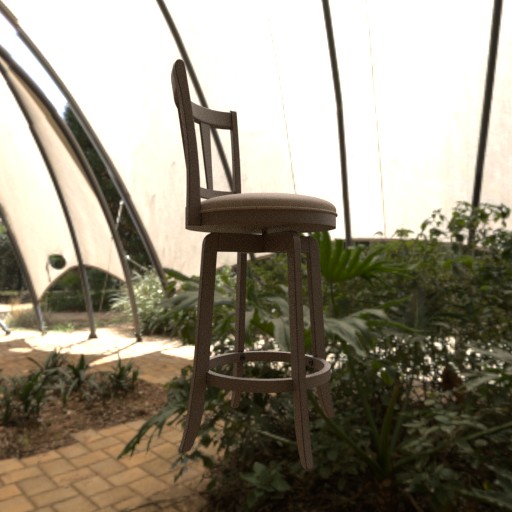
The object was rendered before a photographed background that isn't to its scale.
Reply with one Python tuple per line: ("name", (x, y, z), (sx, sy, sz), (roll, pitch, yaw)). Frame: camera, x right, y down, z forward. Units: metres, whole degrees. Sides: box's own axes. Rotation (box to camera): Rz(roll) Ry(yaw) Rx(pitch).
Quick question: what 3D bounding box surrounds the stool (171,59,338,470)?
("stool", (0.000, 0.000, 1.304), (0.475, 1.023, 0.436), (0, -1, 18))
